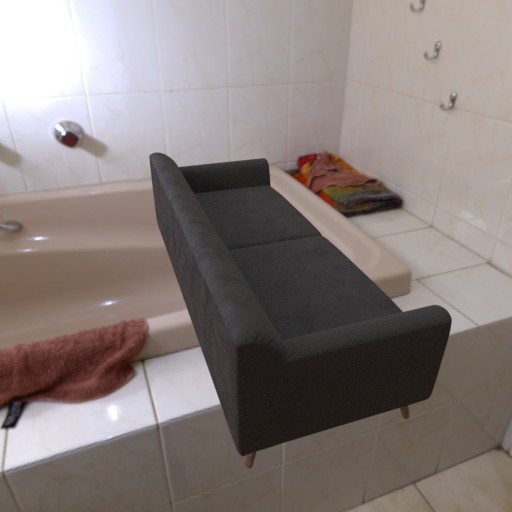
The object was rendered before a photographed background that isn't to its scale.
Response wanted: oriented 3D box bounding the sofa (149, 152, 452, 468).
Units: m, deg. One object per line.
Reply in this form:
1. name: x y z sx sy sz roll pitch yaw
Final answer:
1. sofa: 0.000 0.000 2.601 0.900 0.740 2.190 -10 31 -16
